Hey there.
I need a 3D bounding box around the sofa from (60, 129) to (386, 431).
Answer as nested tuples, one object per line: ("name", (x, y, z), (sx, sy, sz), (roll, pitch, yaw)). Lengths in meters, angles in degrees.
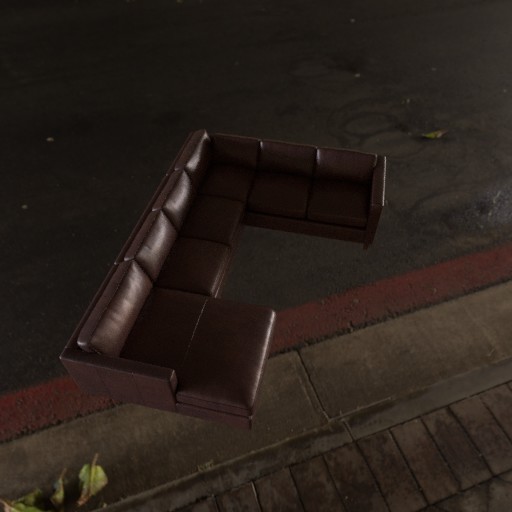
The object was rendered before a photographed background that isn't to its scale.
("sofa", (0.000, 0.000, 4.610), (2.452, 0.891, 3.324), (9, 48, 8))
